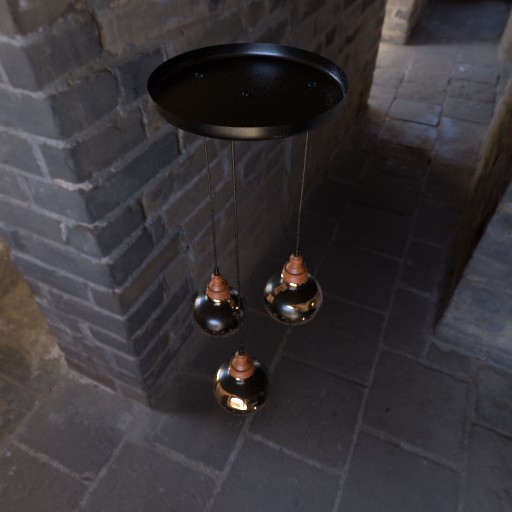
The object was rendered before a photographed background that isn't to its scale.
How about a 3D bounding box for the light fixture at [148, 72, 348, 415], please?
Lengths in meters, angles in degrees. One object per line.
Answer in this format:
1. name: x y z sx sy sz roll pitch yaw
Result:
1. light fixture: 0.000 0.000 1.739 0.605 1.410 0.608 -17 47 -16
